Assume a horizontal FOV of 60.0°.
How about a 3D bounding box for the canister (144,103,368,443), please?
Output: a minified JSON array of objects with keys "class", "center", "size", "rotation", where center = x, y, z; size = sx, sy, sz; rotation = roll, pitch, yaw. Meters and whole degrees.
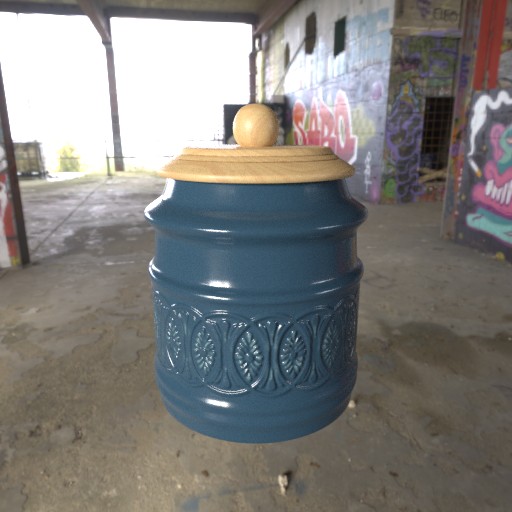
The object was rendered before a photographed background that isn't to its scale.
[{"class":"canister","center":[0.000,0.000,0.271],"size":[0.130,0.176,0.130],"rotation":[0,16,0]}]
